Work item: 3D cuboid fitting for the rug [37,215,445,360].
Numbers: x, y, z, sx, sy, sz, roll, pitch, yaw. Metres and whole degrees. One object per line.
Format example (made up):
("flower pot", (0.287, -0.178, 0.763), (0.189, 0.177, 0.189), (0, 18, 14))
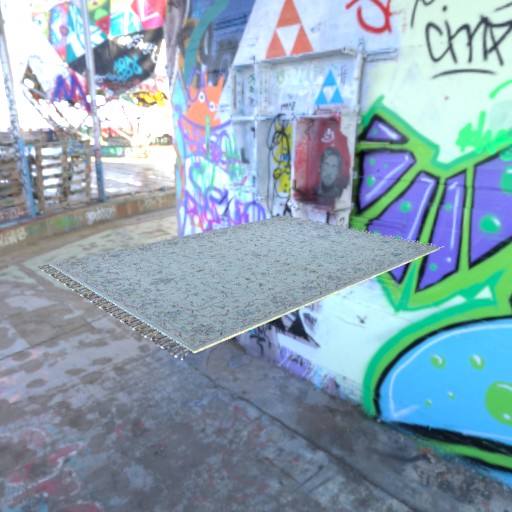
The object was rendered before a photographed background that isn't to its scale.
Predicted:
("rug", (0.000, 0.000, 2.343), (1.802, 0.008, 1.247), (-16, 23, -41))
